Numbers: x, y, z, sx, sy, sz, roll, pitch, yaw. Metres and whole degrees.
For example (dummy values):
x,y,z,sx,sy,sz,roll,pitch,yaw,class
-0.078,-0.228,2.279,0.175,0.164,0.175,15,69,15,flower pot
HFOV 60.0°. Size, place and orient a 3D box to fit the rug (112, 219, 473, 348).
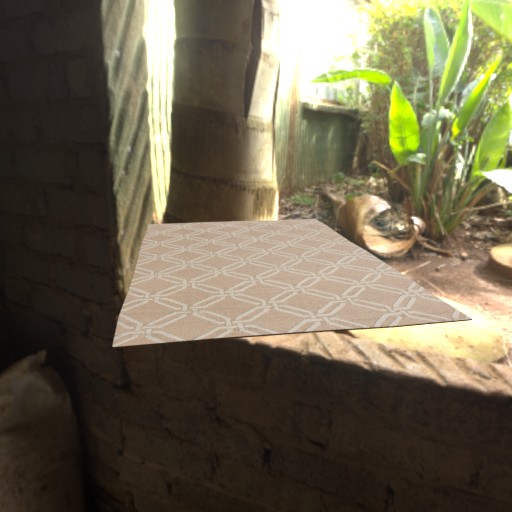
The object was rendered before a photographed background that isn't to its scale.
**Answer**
x,y,z,sx,sy,sz,roll,pitch,yaw,class
0.000,0.000,2.170,1.146,0.010,1.745,-3,16,-10,rug
